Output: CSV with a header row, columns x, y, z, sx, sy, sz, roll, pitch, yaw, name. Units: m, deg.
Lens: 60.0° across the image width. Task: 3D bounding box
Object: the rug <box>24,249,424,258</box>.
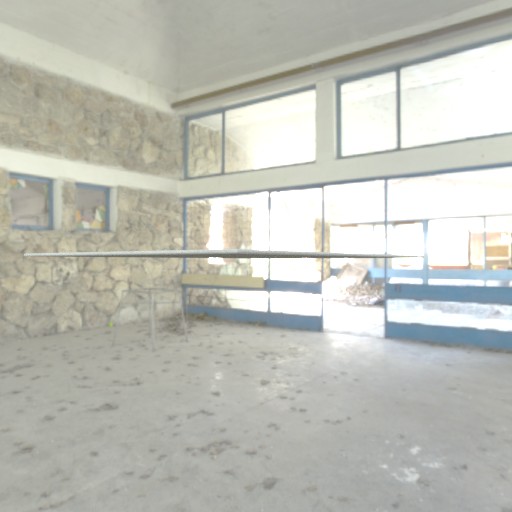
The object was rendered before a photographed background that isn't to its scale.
x,y,z,sx,sy,sz,roll,pitch,yaw,name
0.000,0.000,2.339,1.219,0.013,1.829,-1,-1,36,rug
